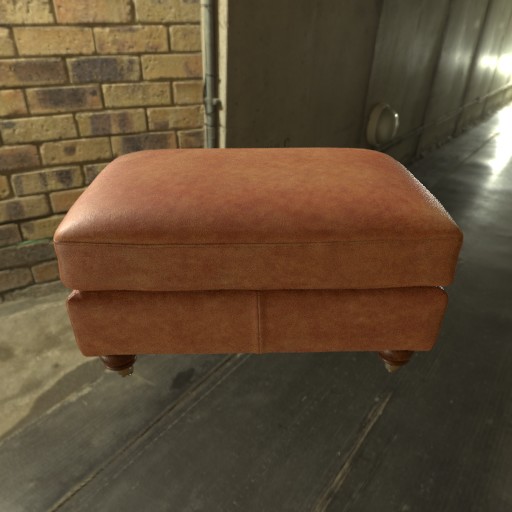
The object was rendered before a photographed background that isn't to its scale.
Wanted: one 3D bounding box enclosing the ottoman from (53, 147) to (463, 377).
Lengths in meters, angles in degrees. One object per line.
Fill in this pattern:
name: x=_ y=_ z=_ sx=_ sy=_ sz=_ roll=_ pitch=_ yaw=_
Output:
ottoman: x=0.000 y=0.000 z=1.190 sx=0.852 sy=0.507 sz=0.565 roll=-1 pitch=29 yaw=-1
